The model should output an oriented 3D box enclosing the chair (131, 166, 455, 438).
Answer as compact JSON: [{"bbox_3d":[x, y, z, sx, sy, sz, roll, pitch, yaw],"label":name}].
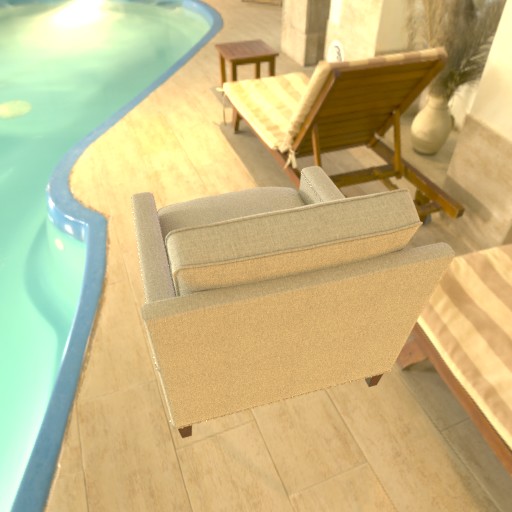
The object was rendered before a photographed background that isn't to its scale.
[{"bbox_3d":[0.000,0.000,1.695,0.853,0.943,1.014,-11,43,-12],"label":"chair"}]
